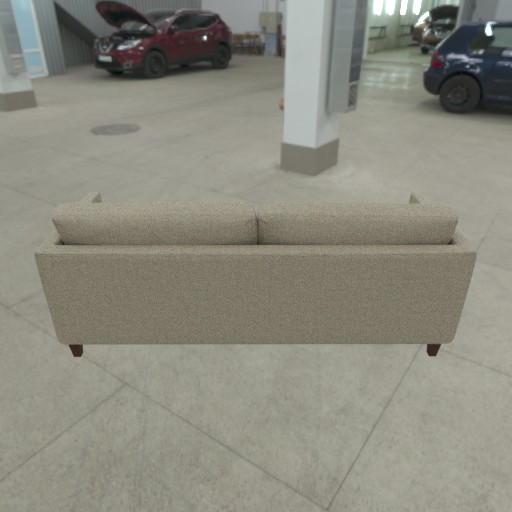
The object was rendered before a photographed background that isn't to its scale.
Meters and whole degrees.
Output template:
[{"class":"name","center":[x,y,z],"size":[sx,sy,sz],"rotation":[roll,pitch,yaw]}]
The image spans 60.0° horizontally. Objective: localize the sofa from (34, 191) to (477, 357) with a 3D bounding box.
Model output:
[{"class":"sofa","center":[0.000,0.000,2.924],"size":[2.434,0.965,0.951],"rotation":[0,29,0]}]
